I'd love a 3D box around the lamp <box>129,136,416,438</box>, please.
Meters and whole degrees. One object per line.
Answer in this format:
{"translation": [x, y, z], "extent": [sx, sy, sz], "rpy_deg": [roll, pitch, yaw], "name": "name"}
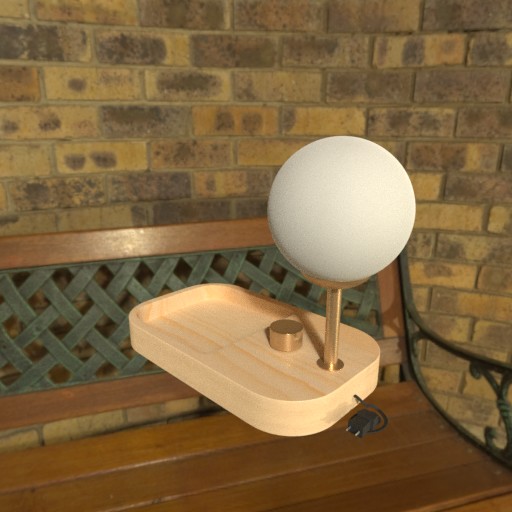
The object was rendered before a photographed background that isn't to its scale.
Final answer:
{"translation": [0.000, 0.000, 0.473], "extent": [0.331, 0.253, 0.173], "rpy_deg": [16, 23, 41], "name": "lamp"}
